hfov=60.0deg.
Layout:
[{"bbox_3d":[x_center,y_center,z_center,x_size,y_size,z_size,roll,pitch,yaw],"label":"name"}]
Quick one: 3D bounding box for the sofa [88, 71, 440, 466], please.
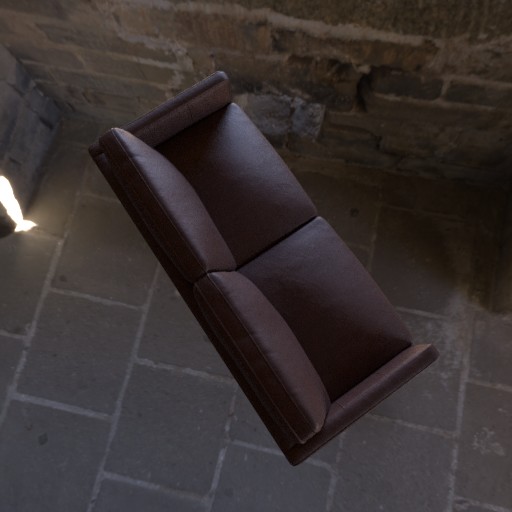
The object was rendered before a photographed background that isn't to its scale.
[{"bbox_3d":[0.000,0.000,2.518,0.923,0.863,1.971,-33,78,-8],"label":"sofa"}]
